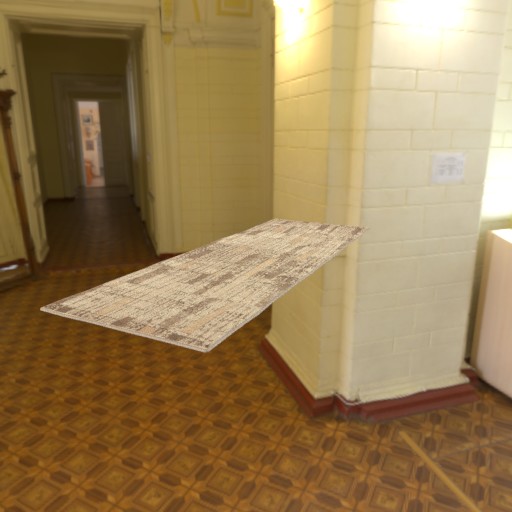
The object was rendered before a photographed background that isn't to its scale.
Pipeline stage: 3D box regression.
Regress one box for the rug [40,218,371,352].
[{"bbox_3d":[0.000,0.000,2.712,0.857,0.018,2.383,8,17,26],"label":"rug"}]
